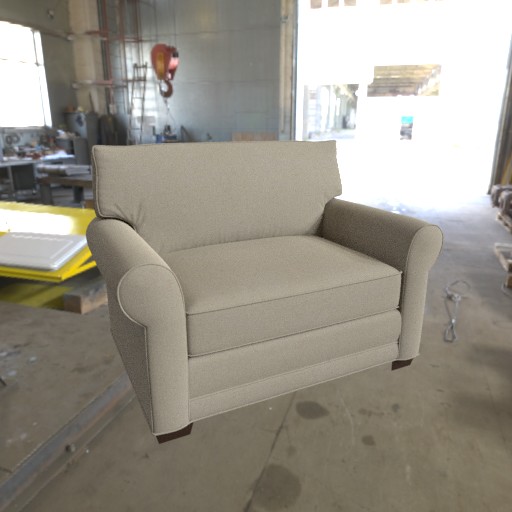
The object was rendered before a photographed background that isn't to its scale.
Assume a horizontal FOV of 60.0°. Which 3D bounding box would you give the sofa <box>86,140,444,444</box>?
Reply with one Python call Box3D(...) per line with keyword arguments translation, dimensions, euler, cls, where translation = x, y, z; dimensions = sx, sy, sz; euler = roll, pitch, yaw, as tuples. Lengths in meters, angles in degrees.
Box3D(translation=(0.000, 0.000, 2.058), dimensions=(1.405, 1.006, 0.937), euler=(-8, 19, -25), cls="sofa")
